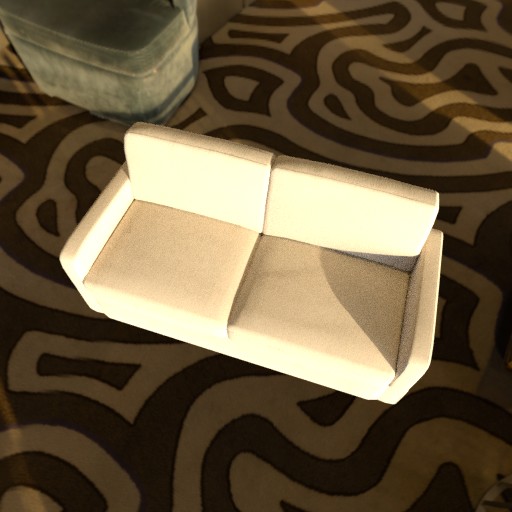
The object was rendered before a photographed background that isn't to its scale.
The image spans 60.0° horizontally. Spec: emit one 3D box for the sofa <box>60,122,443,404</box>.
[{"bbox_3d":[0.000,0.000,2.340,1.808,0.831,0.894,15,59,9],"label":"sofa"}]
